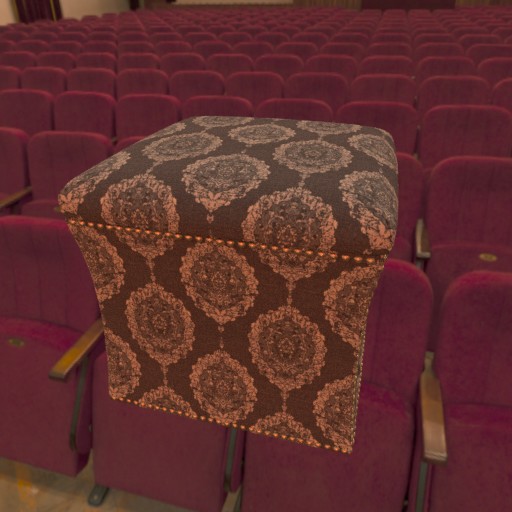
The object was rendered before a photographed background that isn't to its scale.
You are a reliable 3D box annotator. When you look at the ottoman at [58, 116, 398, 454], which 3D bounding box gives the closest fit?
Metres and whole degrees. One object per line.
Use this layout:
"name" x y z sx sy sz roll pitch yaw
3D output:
"ottoman" 0.000 0.000 0.891 0.497 0.475 0.507 8 30 14
